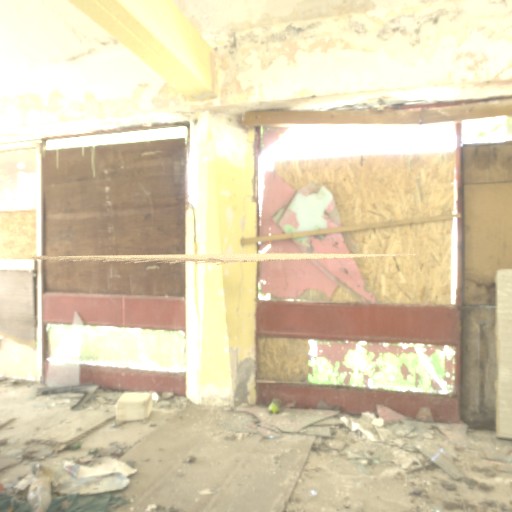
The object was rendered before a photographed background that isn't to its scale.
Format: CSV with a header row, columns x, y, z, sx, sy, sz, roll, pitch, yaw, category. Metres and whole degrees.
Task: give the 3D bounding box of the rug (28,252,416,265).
x,y,z,sx,sy,sz,roll,pitch,yaw,category
0.000,0.000,2.540,1.224,0.027,2.021,1,1,36,rug
